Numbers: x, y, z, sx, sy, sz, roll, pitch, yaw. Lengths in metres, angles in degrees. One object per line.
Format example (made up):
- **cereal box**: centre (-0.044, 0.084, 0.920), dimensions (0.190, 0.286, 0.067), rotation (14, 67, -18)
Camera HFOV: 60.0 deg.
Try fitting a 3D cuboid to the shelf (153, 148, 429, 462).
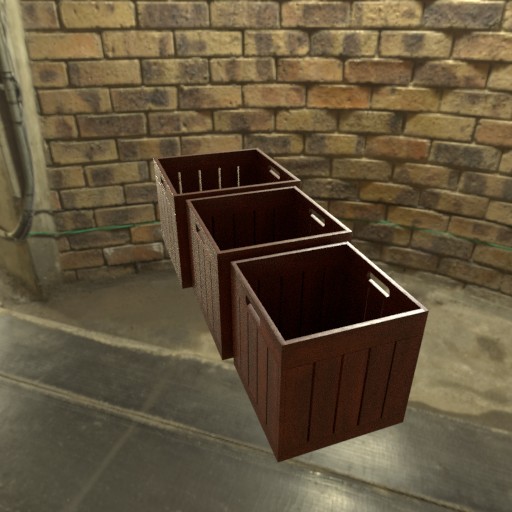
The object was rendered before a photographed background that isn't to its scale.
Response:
- **shelf**: centre (0.000, 0.000, 1.266), dimensions (0.393, 0.311, 1.064), rotation (-10, 30, -17)
